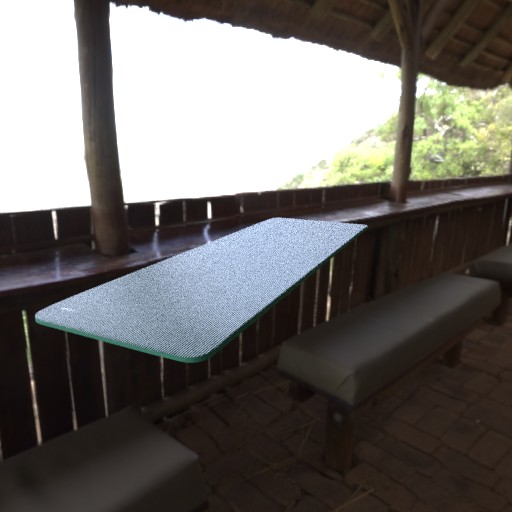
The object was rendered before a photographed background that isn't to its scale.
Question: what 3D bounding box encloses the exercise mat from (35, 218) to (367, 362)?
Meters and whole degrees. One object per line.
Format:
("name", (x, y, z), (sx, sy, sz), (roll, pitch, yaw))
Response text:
("exercise mat", (0.000, 0.000, 1.992), (0.616, 0.021, 1.869), (7, 17, 25))
